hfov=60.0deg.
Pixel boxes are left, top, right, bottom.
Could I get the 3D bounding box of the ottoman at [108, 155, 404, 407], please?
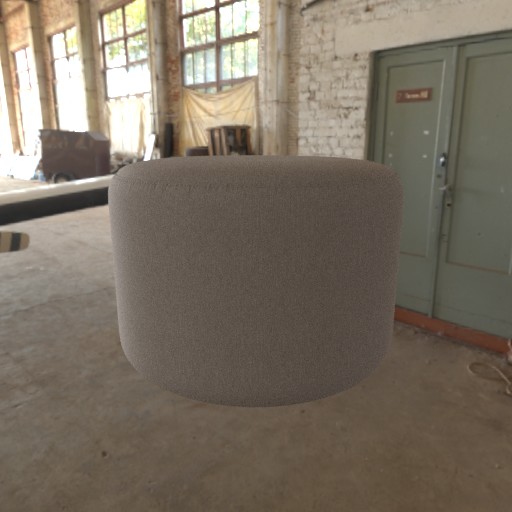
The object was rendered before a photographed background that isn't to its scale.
[{"bbox_3d":[0.000,0.000,0.992,0.608,0.433,0.608,0,15,0],"label":"ottoman"}]
